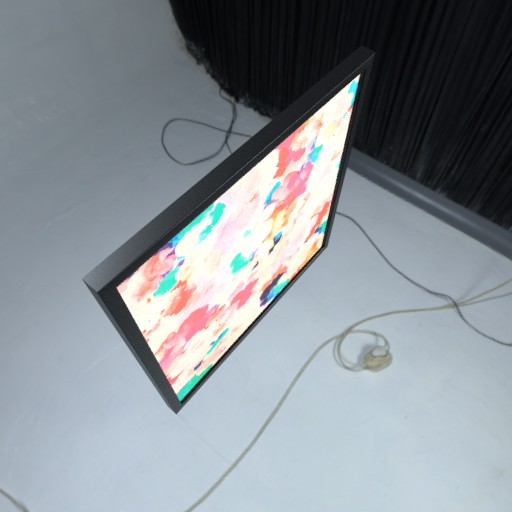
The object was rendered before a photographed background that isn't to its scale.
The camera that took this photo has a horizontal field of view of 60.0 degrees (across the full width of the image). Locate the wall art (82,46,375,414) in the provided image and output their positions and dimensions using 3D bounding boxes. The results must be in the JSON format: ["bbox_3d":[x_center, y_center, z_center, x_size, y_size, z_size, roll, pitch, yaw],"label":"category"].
[{"bbox_3d":[0.000,0.000,1.119,0.036,0.755,0.756,35,64,20],"label":"wall art"}]
